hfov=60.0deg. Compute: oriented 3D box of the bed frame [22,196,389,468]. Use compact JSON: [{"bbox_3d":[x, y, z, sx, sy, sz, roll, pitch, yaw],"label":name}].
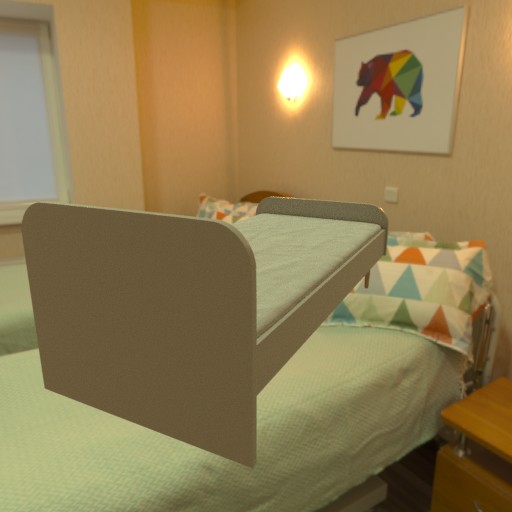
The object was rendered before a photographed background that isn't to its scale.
[{"bbox_3d":[0.000,0.000,2.383,0.998,0.805,1.963,8,18,26],"label":"bed frame"}]
